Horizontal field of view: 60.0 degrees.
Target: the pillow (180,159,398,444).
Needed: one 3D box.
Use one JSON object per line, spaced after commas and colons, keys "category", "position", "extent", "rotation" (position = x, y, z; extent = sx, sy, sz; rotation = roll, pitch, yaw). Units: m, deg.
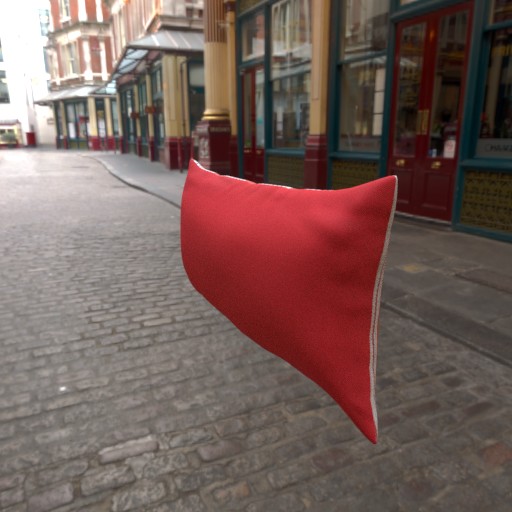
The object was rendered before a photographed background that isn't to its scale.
{"category": "pillow", "position": [0.000, 0.000, 0.720], "extent": [0.151, 0.297, 0.608], "rotation": [-7, 16, -26]}
